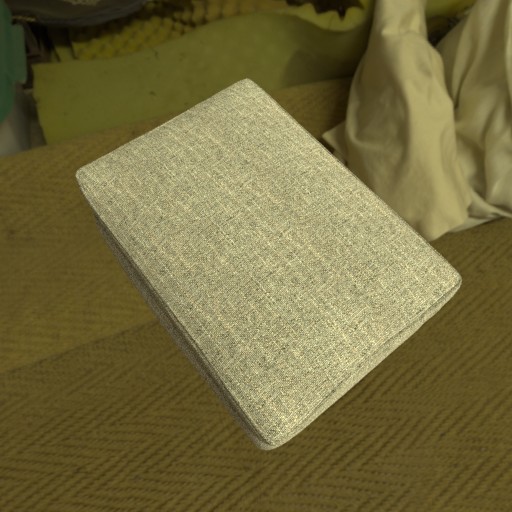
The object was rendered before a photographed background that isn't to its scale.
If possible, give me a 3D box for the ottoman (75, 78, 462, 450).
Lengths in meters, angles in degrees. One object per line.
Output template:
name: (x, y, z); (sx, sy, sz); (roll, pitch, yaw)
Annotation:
ottoman: (0.000, 0.000, 0.998); (0.508, 0.406, 0.686); (-35, 69, -16)
